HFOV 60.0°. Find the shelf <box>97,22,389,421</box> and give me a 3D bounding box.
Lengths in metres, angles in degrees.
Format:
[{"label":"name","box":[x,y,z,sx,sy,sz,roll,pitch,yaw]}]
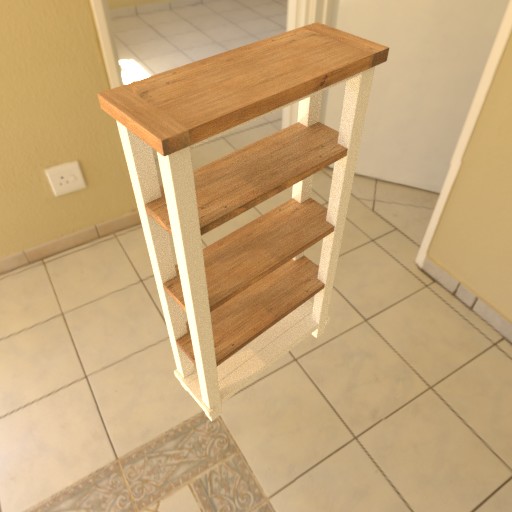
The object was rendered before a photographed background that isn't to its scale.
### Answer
[{"label":"shelf","box":[0.000,0.000,2.225,1.022,1.878,0.381,-32,53,-27]}]
